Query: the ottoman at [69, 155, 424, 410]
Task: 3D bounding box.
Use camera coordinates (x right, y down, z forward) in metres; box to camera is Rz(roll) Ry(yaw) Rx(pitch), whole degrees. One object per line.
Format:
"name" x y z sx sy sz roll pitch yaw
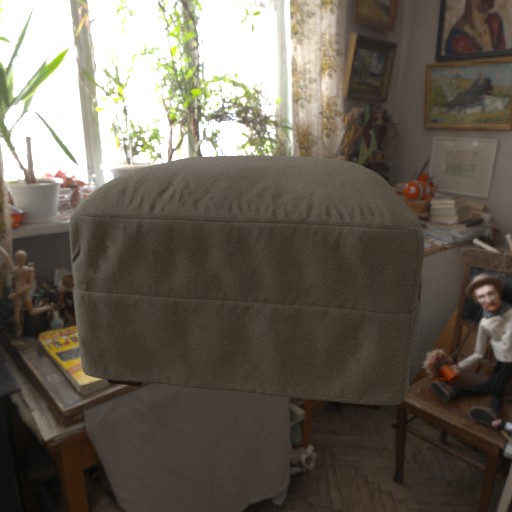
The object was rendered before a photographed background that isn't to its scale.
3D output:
"ottoman" 0.000 0.000 1.085 0.712 0.480 0.584 3 17 9
